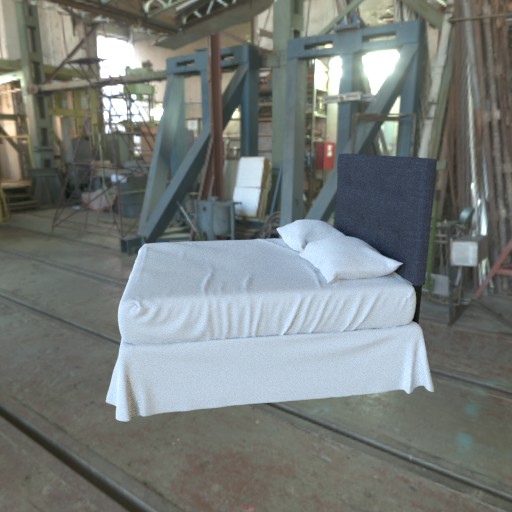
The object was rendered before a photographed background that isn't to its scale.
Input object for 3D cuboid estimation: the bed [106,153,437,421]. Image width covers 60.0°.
[{"bbox_3d":[0.000,0.000,3.571,2.222,1.577,1.936,-2,14,-9],"label":"bed"}]
